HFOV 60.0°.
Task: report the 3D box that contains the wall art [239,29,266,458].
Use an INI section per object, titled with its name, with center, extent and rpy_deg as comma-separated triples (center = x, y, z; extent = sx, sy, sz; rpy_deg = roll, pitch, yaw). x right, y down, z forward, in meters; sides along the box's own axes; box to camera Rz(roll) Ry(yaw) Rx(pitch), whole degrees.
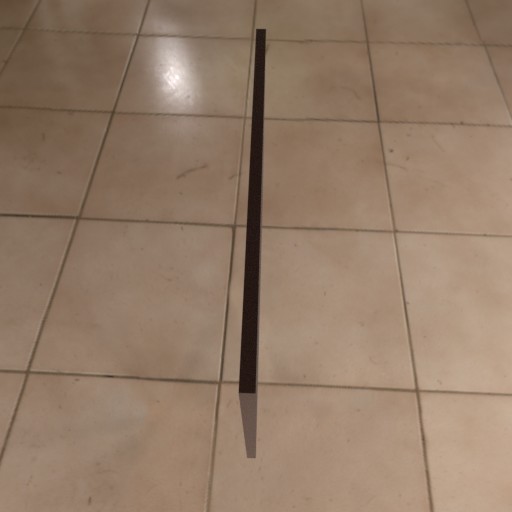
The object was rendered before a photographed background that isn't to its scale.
[wall art]
center = 0.000, 0.000, 1.580
extent = 0.034, 0.952, 1.207
rpy_deg = 1, 59, 1
